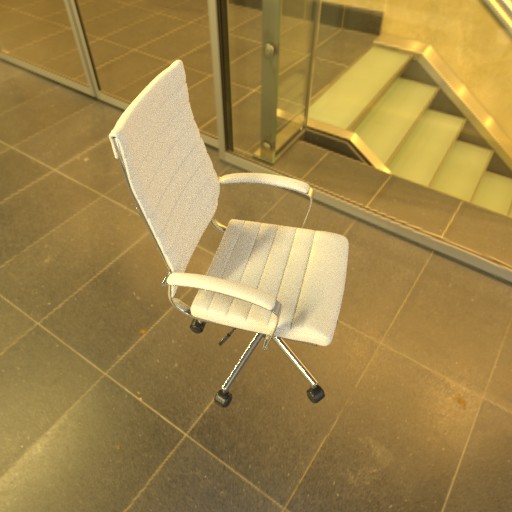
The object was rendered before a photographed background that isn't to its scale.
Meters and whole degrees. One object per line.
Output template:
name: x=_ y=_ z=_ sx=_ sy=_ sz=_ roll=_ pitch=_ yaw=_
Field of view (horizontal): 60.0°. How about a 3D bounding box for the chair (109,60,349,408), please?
chair: x=0.000 y=0.000 z=1.575 sx=0.679 sy=1.149 sz=0.679 roll=11 pitch=48 yaw=10
